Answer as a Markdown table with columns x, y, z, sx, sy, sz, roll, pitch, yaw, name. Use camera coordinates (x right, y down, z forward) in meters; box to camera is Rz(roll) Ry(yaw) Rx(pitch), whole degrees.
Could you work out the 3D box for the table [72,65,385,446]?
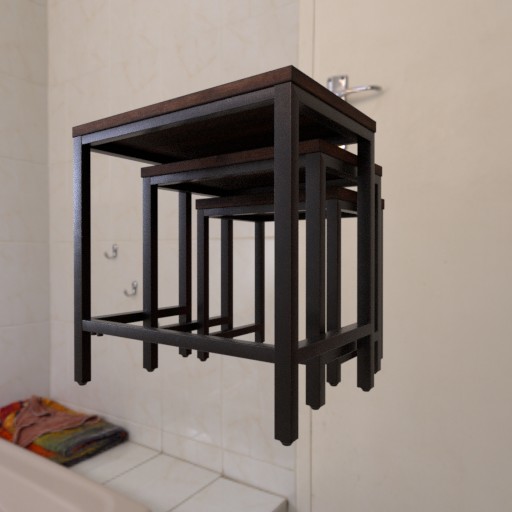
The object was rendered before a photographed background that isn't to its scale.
| x | y | z | sx | sy | sz | roll | pitch | yaw | name |
| --- | --- | --- | --- | --- | --- | --- | --- | --- | --- |
| 0.000 | 0.000 | 1.152 | 0.608 | 0.616 | 0.660 | 0 | 0 | 35 | table |
